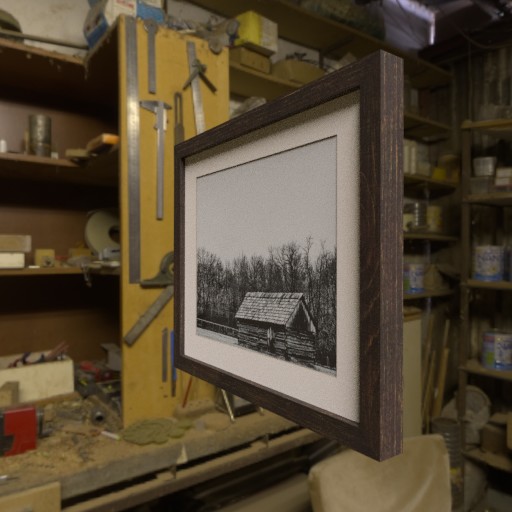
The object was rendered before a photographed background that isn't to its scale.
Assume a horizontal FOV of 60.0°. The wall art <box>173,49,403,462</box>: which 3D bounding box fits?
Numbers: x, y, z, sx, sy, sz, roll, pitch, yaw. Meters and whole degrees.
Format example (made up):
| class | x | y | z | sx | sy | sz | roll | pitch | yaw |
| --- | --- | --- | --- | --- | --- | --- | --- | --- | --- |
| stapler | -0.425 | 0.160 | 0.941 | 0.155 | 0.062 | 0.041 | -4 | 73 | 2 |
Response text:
| class | x | y | z | sx | sy | sz | roll | pitch | yaw |
| --- | --- | --- | --- | --- | --- | --- | --- | --- | --- |
| wall art | 0.000 | 0.000 | 0.518 | 0.031 | 0.330 | 0.381 | 0 | 0 | -36 |
